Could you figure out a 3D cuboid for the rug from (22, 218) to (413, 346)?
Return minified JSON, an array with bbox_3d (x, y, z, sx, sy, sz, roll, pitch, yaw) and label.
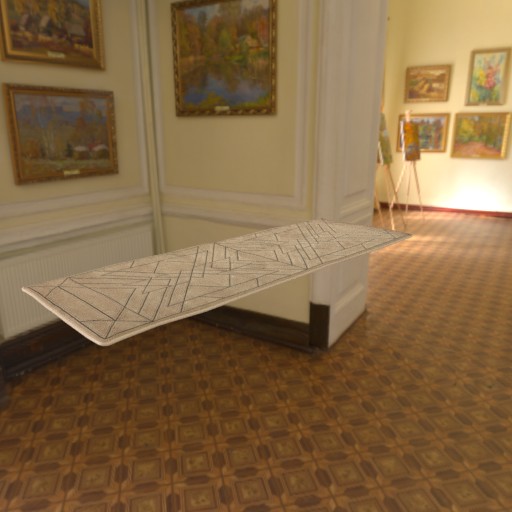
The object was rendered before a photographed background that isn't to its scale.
[{"bbox_3d":[0.000,0.000,2.658,2.381,0.036,0.831,-16,22,-43],"label":"rug"}]
